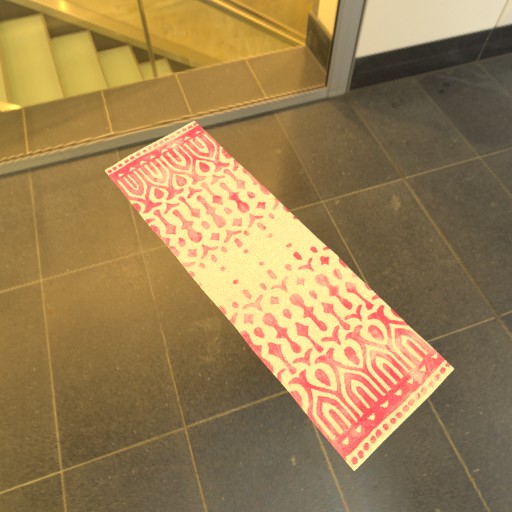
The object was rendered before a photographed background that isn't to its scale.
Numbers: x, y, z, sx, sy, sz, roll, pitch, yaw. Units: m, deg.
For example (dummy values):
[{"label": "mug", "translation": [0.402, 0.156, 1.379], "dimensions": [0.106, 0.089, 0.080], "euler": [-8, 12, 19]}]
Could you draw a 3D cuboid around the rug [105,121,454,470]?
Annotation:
[{"label": "rug", "translation": [0.000, 0.000, 2.736], "dimensions": [0.787, 0.011, 2.458], "euler": [-34, 64, -19]}]
